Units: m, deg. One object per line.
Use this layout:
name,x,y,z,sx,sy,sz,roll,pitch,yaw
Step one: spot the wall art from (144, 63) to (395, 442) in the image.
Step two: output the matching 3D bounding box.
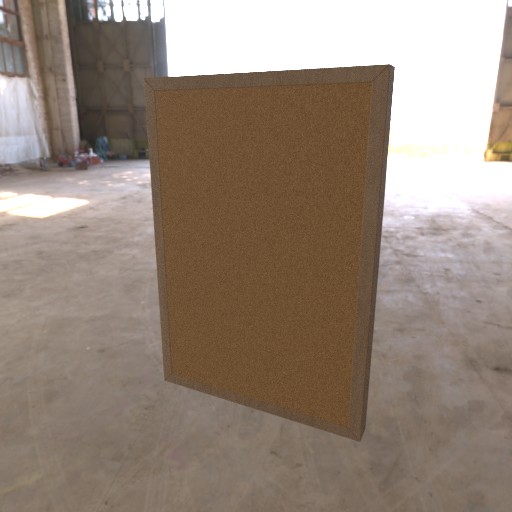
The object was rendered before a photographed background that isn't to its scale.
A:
wall art,0.000,0.000,0.662,0.356,0.509,0.031,8,19,26
